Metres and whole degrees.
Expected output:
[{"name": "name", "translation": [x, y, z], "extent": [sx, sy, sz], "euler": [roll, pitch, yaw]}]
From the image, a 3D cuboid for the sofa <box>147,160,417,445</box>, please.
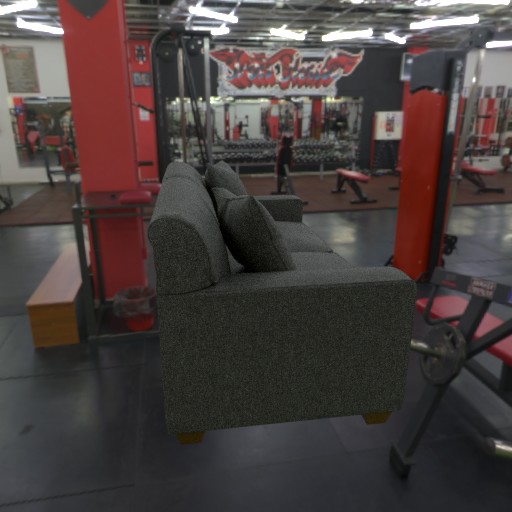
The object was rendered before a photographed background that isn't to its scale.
[{"name": "sofa", "translation": [0.000, 0.000, 2.470], "extent": [0.998, 0.958, 1.846], "euler": [-3, 18, -8]}]
